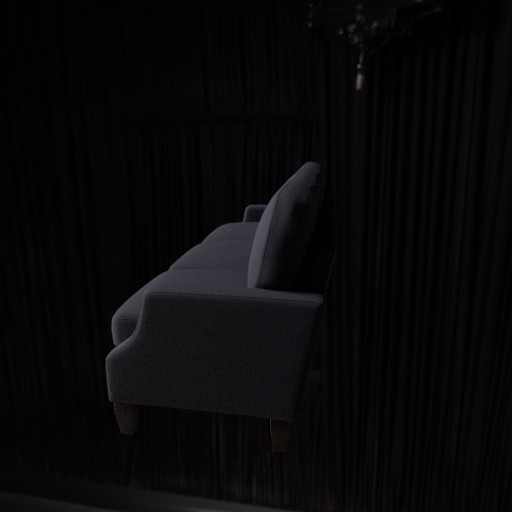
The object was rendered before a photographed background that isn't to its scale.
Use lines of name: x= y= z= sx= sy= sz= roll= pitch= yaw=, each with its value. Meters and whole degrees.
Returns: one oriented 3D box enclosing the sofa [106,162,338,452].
sofa: x=0.000 y=0.000 z=2.578 sx=0.888 sy=0.984 sz=2.115 roll=2 pitch=15 yaw=9
